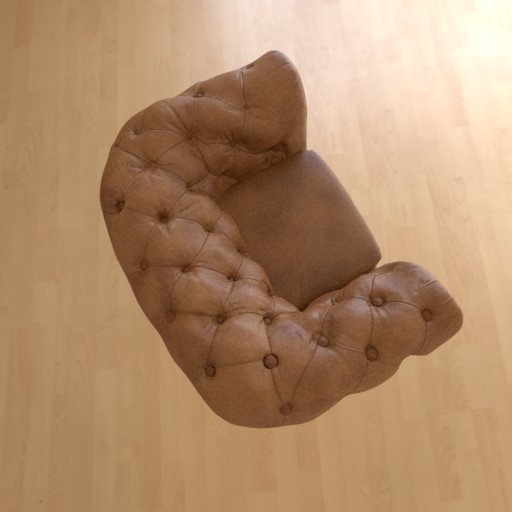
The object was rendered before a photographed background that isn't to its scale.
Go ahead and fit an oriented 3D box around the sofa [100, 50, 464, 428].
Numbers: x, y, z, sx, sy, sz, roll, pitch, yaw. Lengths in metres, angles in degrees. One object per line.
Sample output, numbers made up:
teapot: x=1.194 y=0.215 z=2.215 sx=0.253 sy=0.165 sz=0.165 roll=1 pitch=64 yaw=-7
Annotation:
sofa: x=0.000 y=0.000 z=2.019 sx=1.033 sy=0.878 sz=1.405 roll=-29 pitch=77 yaw=-7
